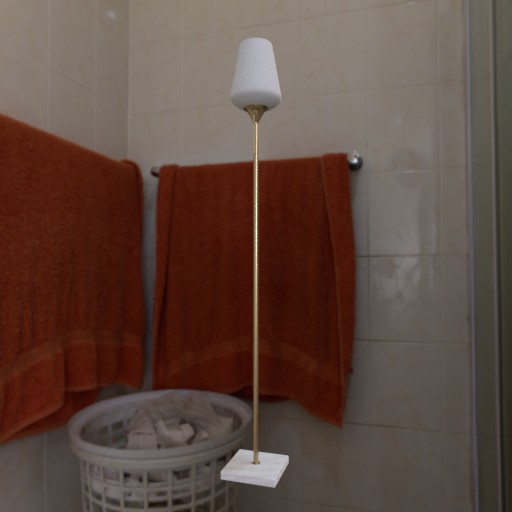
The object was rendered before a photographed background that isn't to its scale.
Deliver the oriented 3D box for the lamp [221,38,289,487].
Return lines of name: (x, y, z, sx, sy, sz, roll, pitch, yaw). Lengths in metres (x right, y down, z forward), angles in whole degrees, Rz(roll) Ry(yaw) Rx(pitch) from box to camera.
lamp: (0.000, 0.000, 1.892, 0.229, 1.813, 0.232, 0, -1, 18)
